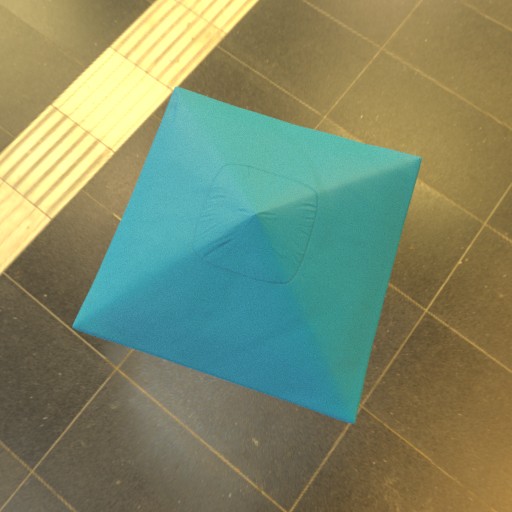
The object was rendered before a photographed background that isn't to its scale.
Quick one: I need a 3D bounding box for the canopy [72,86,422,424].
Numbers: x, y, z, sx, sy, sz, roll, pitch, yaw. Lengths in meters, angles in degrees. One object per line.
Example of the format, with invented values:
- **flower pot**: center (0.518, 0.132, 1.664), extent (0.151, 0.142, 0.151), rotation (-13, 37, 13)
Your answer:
- **canopy**: center (0.000, 0.000, 5.463), extent (2.996, 2.997, 2.998), rotation (18, 76, 5)
